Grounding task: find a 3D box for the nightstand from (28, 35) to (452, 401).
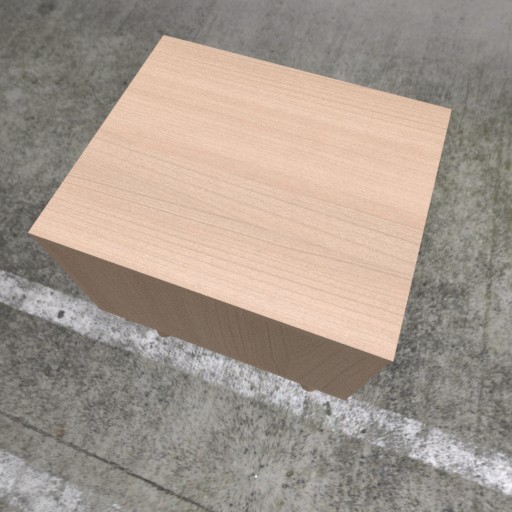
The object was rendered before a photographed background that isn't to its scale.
[{"bbox_3d":[0.000,0.000,0.820,0.450,0.530,0.380,18,65,9],"label":"nightstand"}]
